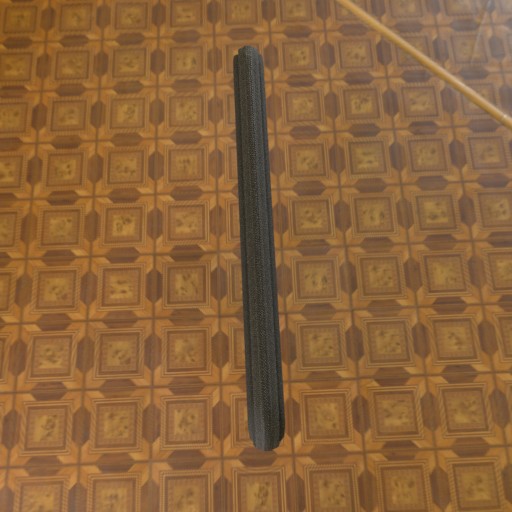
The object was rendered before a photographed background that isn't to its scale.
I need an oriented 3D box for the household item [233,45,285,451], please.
[{"bbox_3d":[0.000,0.000,0.522,0.030,0.305,0.396,-3,76,-1],"label":"household item"}]
